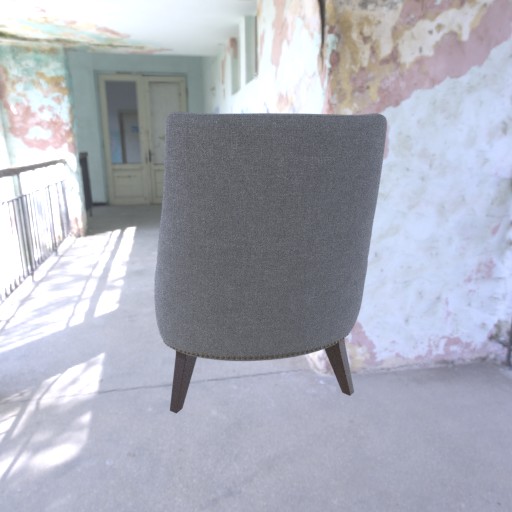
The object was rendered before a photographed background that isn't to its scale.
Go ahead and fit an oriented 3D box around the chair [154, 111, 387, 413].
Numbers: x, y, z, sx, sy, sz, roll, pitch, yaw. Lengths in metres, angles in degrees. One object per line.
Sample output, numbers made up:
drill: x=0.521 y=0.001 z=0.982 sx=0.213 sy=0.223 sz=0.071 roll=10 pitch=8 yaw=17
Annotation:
chair: x=0.000 y=0.000 z=1.524 sx=0.701 sy=0.909 sz=0.861 roll=-3 pitch=16 yaw=-9
